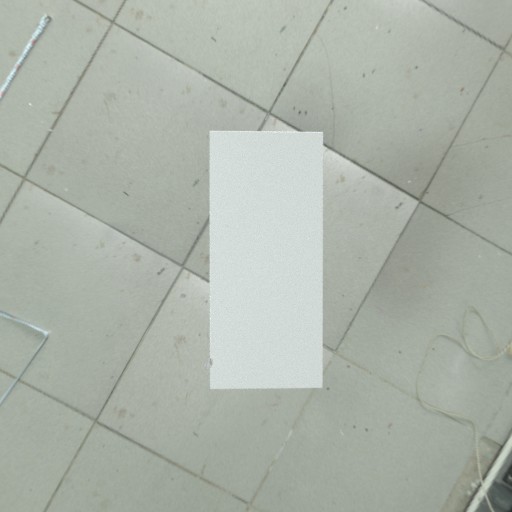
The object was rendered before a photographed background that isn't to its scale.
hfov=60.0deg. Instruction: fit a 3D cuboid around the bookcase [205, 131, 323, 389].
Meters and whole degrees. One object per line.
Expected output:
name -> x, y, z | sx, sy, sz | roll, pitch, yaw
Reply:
bookcase -> 0.000, 0.000, 2.199 | 0.361, 1.869, 0.761 | 0, 91, -2
